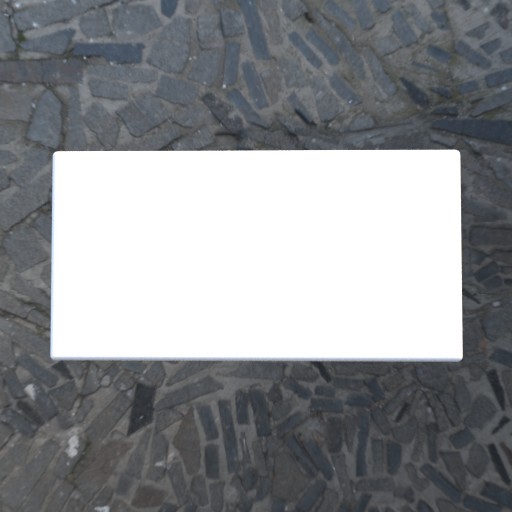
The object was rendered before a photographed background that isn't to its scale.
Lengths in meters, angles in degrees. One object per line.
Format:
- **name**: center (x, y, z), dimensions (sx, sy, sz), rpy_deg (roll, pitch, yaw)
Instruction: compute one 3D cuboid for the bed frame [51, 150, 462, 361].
- **bed frame**: center (0.000, 0.000, 2.420), dimensions (1.950, 0.659, 1.023), rpy_deg (0, 89, 1)
